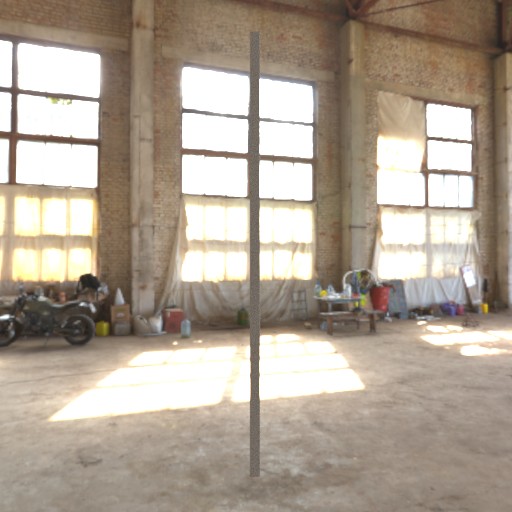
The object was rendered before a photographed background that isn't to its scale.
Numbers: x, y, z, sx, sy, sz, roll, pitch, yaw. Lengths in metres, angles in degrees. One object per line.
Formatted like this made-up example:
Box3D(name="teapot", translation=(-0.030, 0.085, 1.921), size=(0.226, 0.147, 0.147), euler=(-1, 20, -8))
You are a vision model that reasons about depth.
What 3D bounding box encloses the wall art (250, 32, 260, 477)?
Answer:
Box3D(name="wall art", translation=(0.000, 0.000, 0.987), size=(0.015, 0.660, 0.660), euler=(0, -1, 0))
